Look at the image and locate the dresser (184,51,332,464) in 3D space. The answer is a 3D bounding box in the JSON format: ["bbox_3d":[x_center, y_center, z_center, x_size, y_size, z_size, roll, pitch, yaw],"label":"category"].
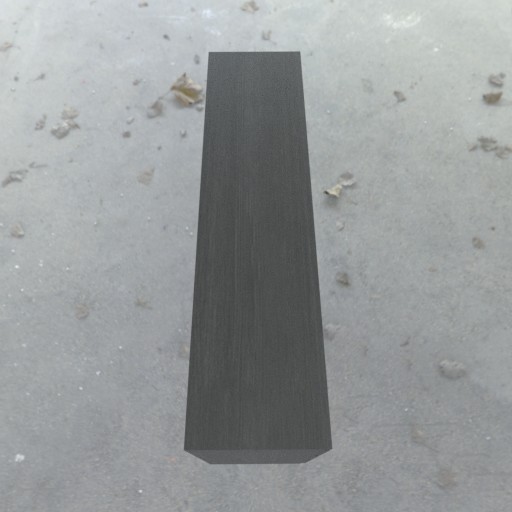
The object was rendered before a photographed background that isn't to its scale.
[{"bbox_3d":[0.000,0.000,1.910,0.400,0.795,1.590,0,62,0],"label":"dresser"}]
